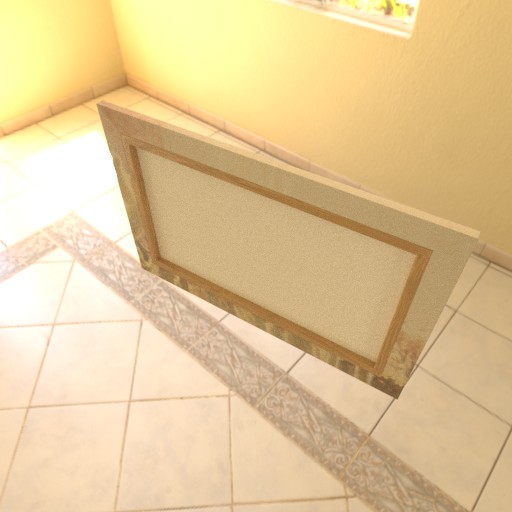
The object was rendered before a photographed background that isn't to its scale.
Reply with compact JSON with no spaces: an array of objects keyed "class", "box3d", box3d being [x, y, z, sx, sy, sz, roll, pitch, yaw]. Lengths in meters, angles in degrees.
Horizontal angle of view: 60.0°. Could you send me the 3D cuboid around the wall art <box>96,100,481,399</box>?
[{"class":"wall art","box3d":[0.000,0.000,1.925,1.525,1.012,0.038,24,51,21]}]
